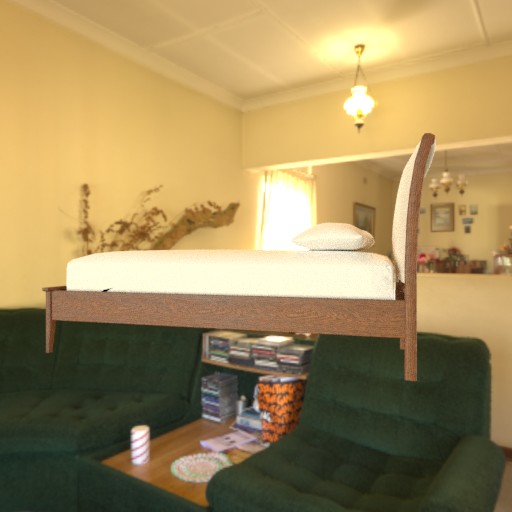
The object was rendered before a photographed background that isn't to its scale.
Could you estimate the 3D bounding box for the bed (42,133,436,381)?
[{"bbox_3d":[0.000,0.000,3.274,2.380,1.250,1.612,0,0,17],"label":"bed"}]
